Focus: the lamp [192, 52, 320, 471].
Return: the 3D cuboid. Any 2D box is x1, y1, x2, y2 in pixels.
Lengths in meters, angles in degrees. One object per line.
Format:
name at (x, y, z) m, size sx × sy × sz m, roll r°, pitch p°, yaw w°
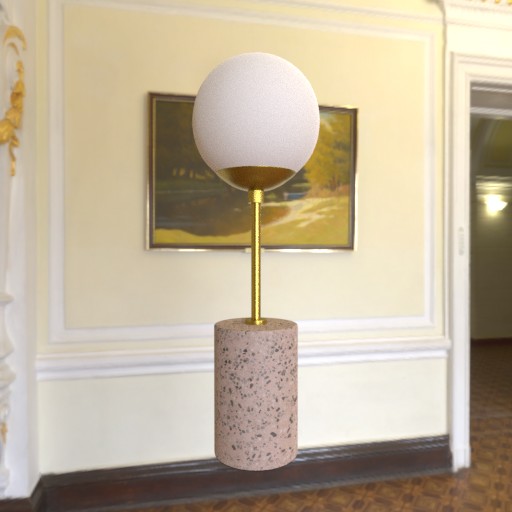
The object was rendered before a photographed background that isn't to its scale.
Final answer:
lamp at (0.000, 0.000, 0.542) m, size 0.153 × 0.480 × 0.153 m, roll 0°, pitch 1°, yaw 0°
